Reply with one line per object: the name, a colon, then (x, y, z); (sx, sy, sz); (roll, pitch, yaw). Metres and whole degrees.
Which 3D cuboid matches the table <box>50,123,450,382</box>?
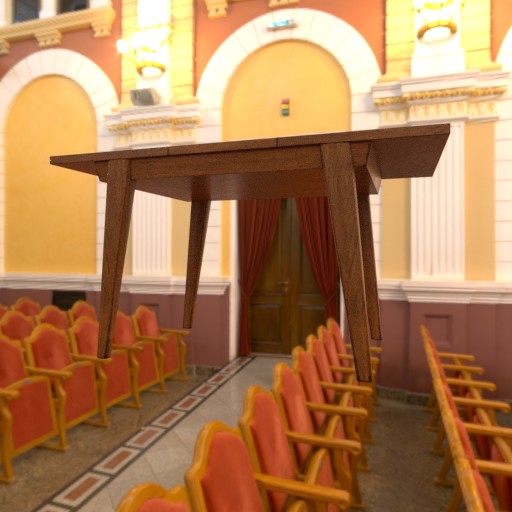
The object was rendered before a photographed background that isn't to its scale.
table: (0.000, 0.000, 1.828); (1.400, 0.760, 0.757); (0, 1, 18)
